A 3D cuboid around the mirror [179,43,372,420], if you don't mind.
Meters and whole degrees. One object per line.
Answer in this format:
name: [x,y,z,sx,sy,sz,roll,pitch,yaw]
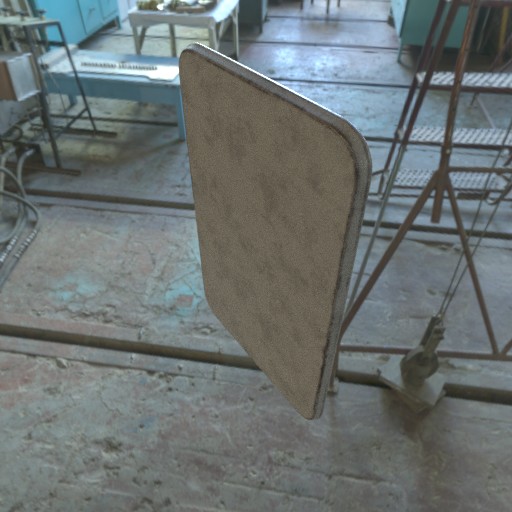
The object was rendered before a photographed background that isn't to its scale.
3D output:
mirror: [0.000,0.000,0.883,0.024,0.713,0.461,-27,49,-26]
